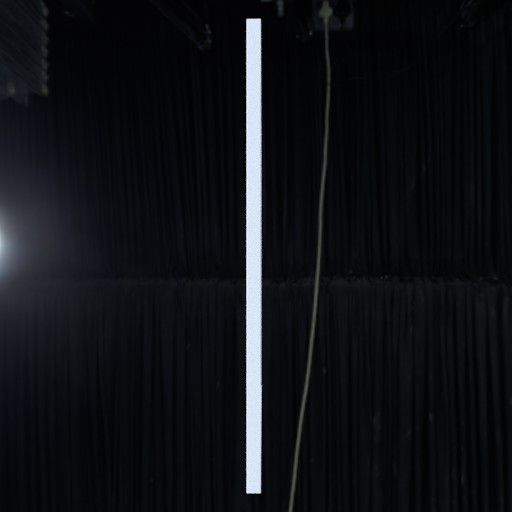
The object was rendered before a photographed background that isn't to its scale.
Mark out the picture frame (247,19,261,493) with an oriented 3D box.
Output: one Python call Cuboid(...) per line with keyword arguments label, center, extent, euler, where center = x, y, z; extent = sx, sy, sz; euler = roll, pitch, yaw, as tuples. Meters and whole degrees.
Cuboid(label="picture frame", center=(0.000, 0.000, 0.558), extent=(0.013, 0.434, 0.305), euler=(0, 0, 1))
